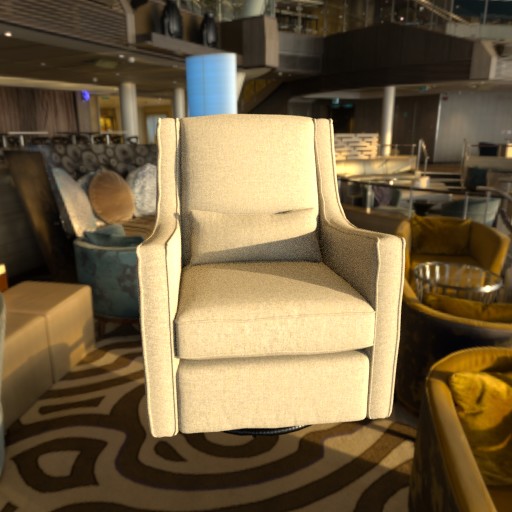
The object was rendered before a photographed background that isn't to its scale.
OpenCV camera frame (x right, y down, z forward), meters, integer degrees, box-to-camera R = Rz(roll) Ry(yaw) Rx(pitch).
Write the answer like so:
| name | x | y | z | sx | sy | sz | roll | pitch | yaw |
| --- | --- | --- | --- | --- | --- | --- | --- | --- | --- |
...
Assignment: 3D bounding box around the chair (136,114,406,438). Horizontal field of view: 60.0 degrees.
| name | x | y | z | sx | sy | sz | roll | pitch | yaw |
| --- | --- | --- | --- | --- | --- | --- | --- | --- | --- |
| chair | 0.000 | 0.000 | 1.582 | 0.732 | 0.993 | 0.879 | -2 | 16 | -7 |
